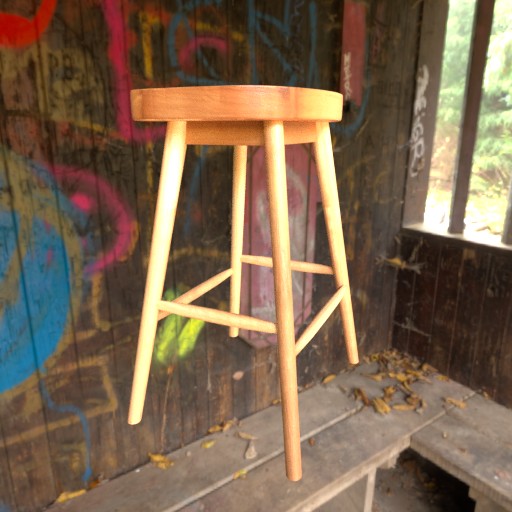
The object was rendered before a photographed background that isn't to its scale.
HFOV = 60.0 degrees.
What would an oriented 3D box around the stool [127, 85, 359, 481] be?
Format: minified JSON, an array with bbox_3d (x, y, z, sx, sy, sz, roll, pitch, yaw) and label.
[{"bbox_3d":[0.000,0.000,0.898,0.361,0.615,0.440,8,18,24],"label":"stool"}]
